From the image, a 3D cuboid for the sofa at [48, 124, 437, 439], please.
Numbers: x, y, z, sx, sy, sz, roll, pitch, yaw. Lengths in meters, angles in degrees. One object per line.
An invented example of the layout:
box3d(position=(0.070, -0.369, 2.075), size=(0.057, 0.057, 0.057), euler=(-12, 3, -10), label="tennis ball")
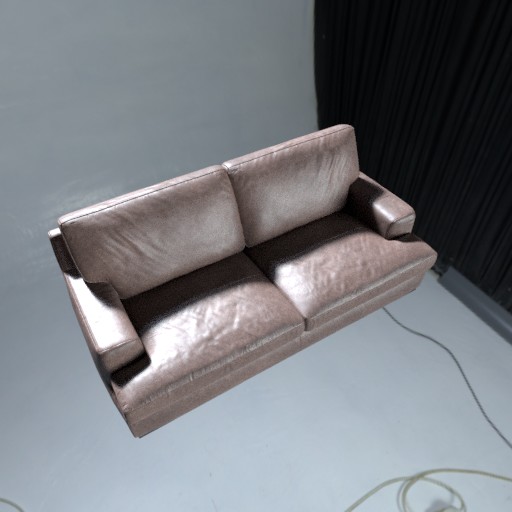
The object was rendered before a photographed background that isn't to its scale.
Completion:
box3d(position=(0.000, 0.000, 2.848), size=(2.261, 0.941, 1.143), euler=(-23, 50, -21), label="sofa")
